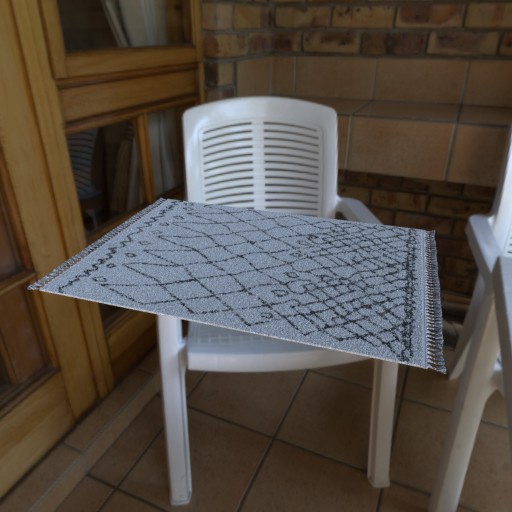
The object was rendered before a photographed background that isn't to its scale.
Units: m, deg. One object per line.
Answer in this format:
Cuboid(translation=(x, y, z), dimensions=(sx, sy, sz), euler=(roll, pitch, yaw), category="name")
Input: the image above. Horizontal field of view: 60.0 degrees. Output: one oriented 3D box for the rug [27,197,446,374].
Cuboid(translation=(0.000, 0.000, 2.975), dimensions=(2.312, 0.017, 1.613), euler=(9, 29, 16), category="rug")
